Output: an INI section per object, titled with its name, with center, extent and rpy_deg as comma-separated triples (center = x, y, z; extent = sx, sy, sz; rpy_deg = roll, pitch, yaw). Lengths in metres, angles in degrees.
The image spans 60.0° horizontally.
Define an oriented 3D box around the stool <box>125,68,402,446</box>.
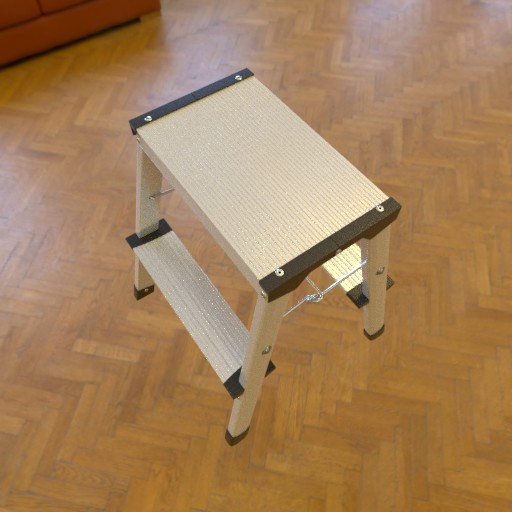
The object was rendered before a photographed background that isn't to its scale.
[stool]
center = 0.000, 0.000, 0.785
extent = 0.405, 0.480, 0.404
rpy_deg = -31, 63, -18
